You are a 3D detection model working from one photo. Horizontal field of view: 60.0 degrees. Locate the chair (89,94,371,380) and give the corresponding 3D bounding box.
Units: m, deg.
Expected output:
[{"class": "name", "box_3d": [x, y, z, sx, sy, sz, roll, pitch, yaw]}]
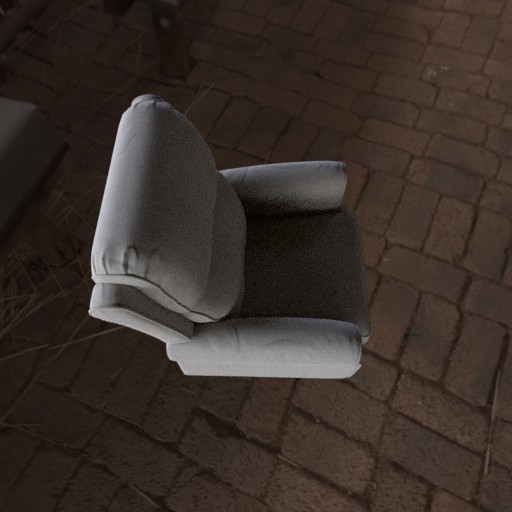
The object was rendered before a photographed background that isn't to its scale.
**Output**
[{"class": "chair", "box_3d": [0.000, 0.000, 1.751, 0.919, 1.046, 0.859, 1, 63, 1]}]
